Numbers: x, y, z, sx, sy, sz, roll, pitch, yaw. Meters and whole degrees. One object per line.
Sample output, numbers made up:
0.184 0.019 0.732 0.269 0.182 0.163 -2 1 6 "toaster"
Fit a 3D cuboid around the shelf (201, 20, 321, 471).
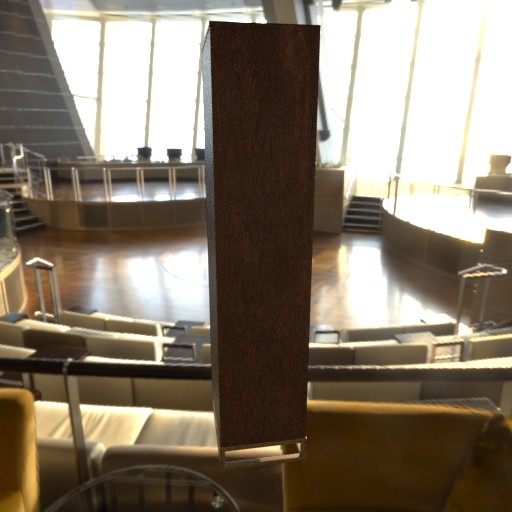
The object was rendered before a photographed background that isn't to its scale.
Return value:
0.000 0.000 1.937 0.395 1.732 0.539 -3 16 -9 "shelf"
